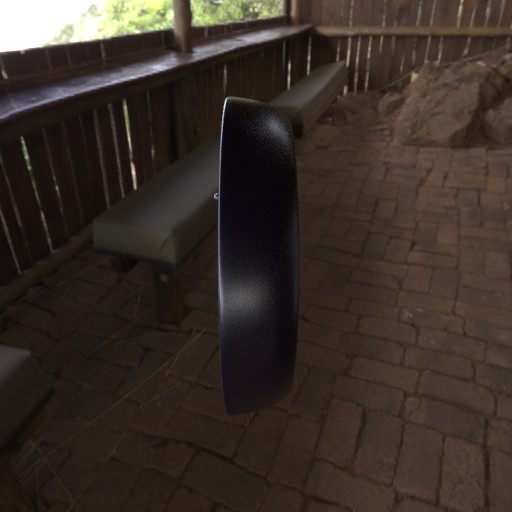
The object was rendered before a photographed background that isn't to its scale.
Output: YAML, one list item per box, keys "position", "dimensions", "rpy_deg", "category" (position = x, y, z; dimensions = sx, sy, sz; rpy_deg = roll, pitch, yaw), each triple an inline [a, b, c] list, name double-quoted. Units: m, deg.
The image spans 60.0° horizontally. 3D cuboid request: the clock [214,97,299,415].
- position: [0.000, 0.000, 0.444]
  dimensions: [0.060, 0.300, 0.300]
  rpy_deg: [0, 33, 0]
  category: "clock"
